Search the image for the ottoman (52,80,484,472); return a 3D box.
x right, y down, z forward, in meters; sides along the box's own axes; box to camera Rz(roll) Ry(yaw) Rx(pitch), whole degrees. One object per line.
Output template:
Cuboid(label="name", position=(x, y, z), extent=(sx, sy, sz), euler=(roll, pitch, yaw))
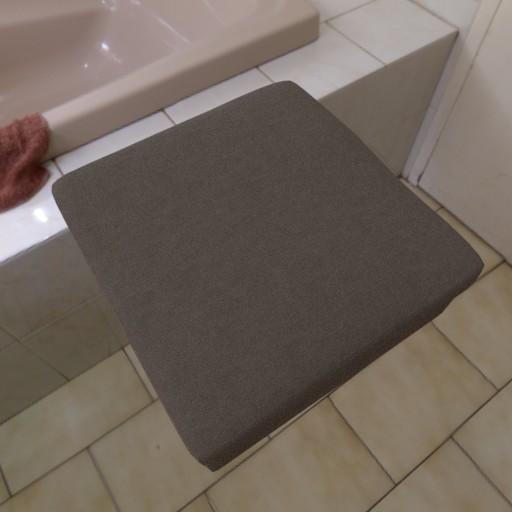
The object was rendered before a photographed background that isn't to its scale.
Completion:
Cuboid(label="ottoman", position=(0.000, 0.000, 1.342), extent=(0.861, 0.482, 0.881), euler=(-29, 63, -17))
